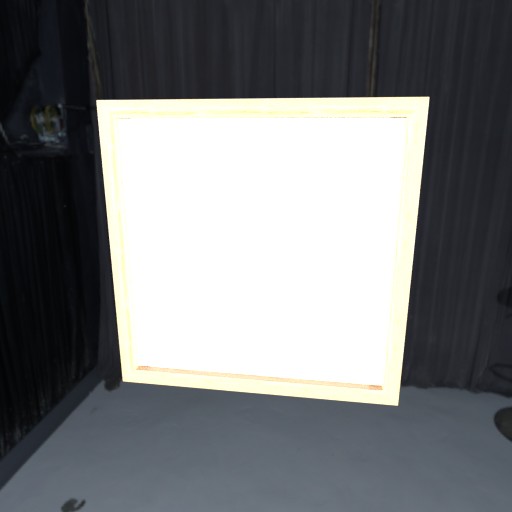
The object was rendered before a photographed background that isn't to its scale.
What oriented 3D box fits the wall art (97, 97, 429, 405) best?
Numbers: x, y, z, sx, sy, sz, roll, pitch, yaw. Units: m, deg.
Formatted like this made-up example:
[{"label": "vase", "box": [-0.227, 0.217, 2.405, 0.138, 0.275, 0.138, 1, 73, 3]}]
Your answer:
[{"label": "wall art", "box": [0.000, 0.000, 0.455, 0.303, 0.303, 0.028, 2, 16, 8]}]
